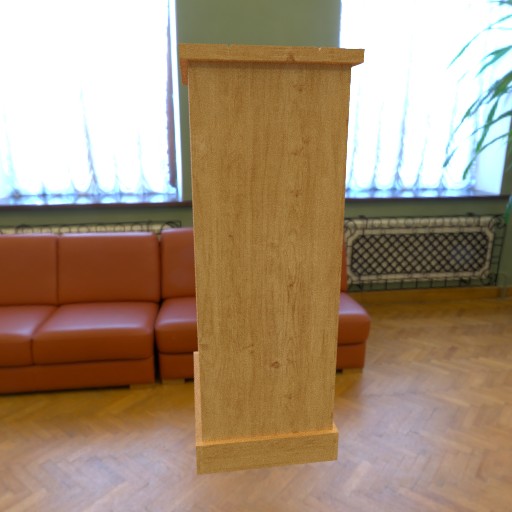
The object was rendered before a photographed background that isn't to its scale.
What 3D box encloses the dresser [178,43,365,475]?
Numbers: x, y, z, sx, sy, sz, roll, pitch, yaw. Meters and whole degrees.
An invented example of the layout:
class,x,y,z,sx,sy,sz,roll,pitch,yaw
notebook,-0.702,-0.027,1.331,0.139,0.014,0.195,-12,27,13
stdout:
class,x,y,z,sx,sy,sz,roll,pitch,yaw
dresser,0.000,0.000,1.302,0.390,1.041,0.531,-2,16,-8
